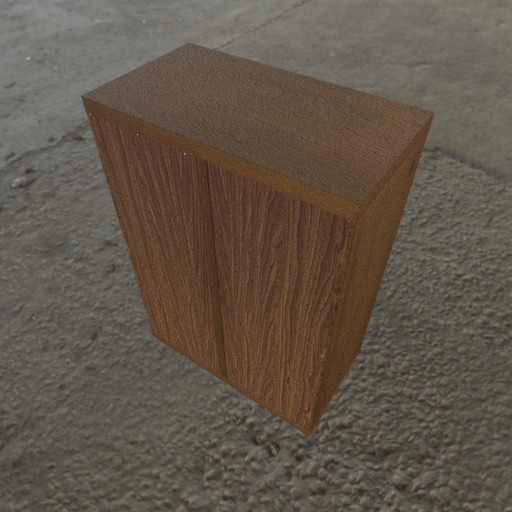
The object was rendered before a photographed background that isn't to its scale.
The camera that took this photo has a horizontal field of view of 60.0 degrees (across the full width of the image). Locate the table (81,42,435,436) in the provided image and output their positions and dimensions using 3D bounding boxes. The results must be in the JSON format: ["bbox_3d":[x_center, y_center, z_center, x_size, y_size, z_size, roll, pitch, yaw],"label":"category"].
[{"bbox_3d":[0.000,0.000,1.756,0.901,1.294,0.524,26,51,23],"label":"table"}]
